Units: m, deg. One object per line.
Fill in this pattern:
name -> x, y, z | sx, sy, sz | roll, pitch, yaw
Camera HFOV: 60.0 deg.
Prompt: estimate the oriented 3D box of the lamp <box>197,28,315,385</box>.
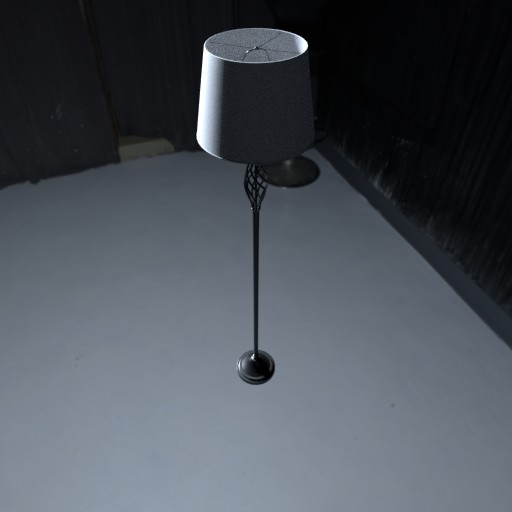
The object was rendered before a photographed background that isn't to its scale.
lamp -> 0.000, 0.000, 1.795 | 0.379, 1.623, 0.379 | 0, 43, 0
